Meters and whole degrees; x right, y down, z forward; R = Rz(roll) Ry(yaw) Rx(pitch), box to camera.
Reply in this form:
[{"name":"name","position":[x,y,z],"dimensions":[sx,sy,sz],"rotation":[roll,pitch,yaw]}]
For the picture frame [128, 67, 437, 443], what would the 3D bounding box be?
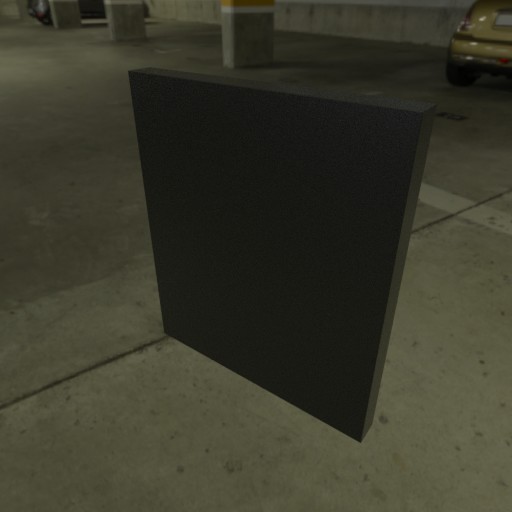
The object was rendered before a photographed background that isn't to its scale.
[{"name":"picture frame","position":[0.000,0.000,0.516],"dimensions":[0.328,0.378,0.034],"rotation":[21,37,31]}]
